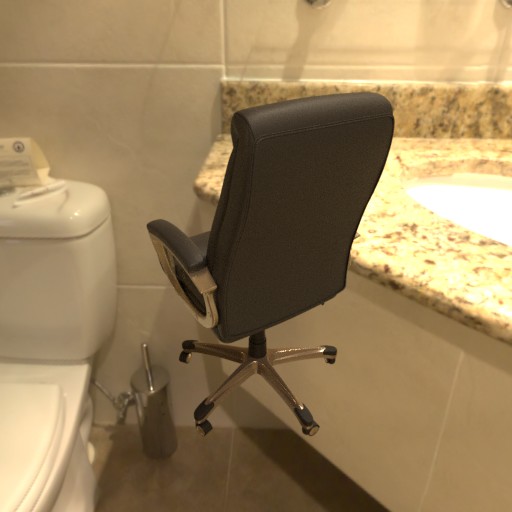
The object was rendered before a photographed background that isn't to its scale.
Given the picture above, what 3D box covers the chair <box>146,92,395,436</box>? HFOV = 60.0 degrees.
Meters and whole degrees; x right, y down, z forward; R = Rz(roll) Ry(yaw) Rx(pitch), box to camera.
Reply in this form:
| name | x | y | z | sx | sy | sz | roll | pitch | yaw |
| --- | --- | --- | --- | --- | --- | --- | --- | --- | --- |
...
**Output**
| name | x | y | z | sx | sy | sz | roll | pitch | yaw |
| --- | --- | --- | --- | --- | --- | --- | --- | --- | --- |
| chair | 0.000 | 0.000 | 1.615 | 0.694 | 1.188 | 0.748 | -19 | 34 | -30 |
